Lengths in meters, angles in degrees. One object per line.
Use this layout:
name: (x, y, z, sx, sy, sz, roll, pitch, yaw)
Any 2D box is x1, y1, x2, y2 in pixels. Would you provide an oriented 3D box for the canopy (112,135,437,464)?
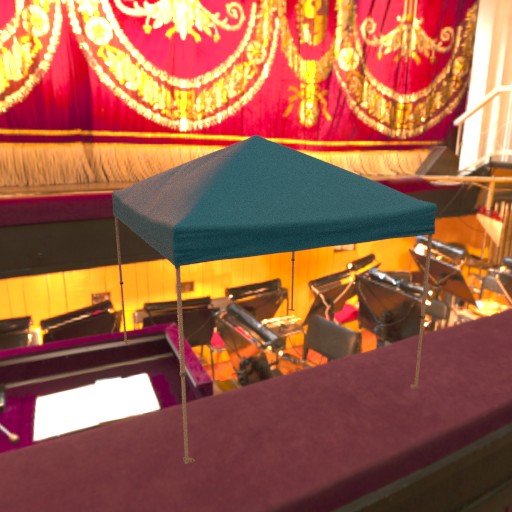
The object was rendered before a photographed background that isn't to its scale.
canopy: (0.000, 0.000, 5.690, 2.998, 2.997, 2.996, -7, 16, -26)
